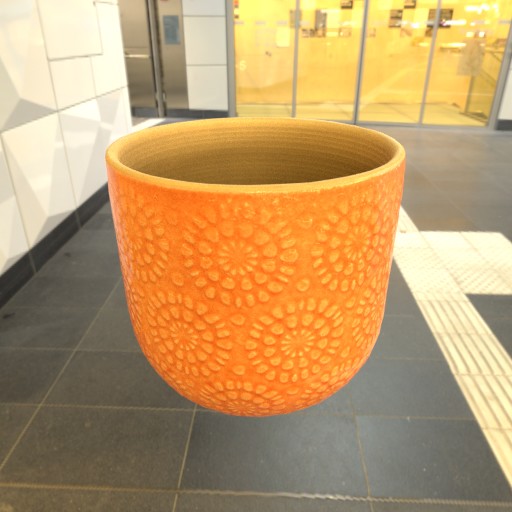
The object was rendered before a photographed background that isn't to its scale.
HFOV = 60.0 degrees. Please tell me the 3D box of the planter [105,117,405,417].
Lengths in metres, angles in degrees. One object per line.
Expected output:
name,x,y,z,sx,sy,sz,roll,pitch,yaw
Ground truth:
planter,0.000,0.000,0.282,0.170,0.152,0.170,0,27,0
